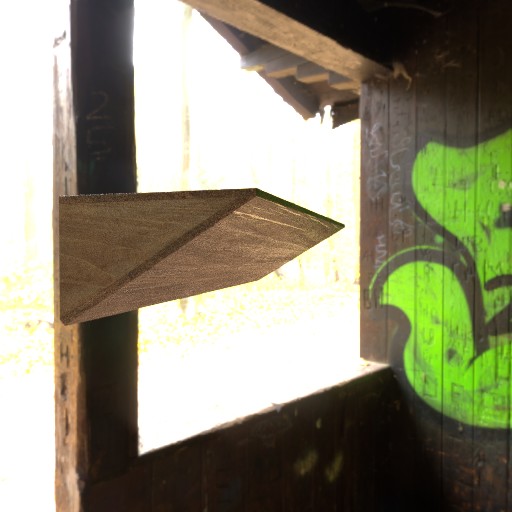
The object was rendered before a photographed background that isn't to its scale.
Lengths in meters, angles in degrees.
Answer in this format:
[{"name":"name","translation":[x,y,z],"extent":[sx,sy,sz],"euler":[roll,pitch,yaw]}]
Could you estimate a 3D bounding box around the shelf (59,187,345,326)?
[{"name":"shelf","translation":[0.000,0.000,0.685],"extent":[0.200,0.125,0.610],"euler":[0,1,18]}]
